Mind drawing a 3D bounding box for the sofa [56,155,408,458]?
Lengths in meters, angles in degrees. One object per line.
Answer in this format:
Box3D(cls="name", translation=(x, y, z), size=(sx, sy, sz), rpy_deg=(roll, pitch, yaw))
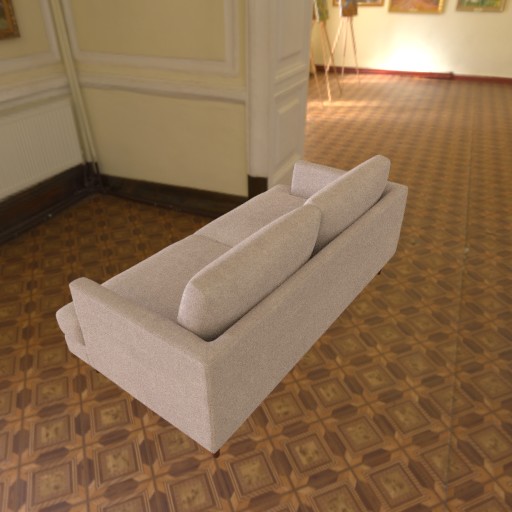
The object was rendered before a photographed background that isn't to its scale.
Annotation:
Box3D(cls="sofa", translation=(0.000, 0.000, 2.548), size=(1.020, 0.868, 1.948), rpy_deg=(22, 38, 30))
